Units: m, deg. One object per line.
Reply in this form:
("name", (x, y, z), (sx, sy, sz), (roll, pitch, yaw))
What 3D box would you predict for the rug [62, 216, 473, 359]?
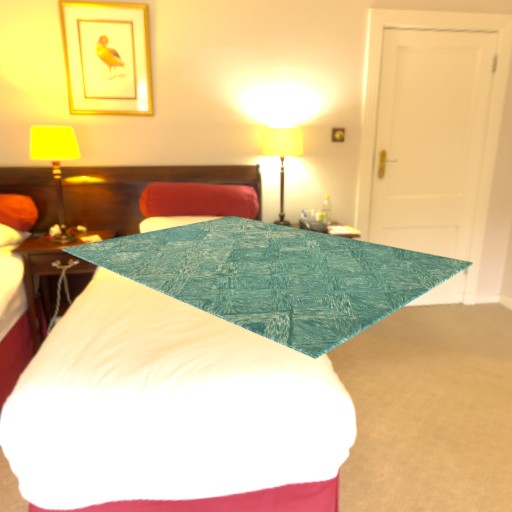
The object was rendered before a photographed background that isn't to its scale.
("rug", (0.000, 0.000, 4.307), (3.217, 0.027, 2.405), (15, 22, 42))
